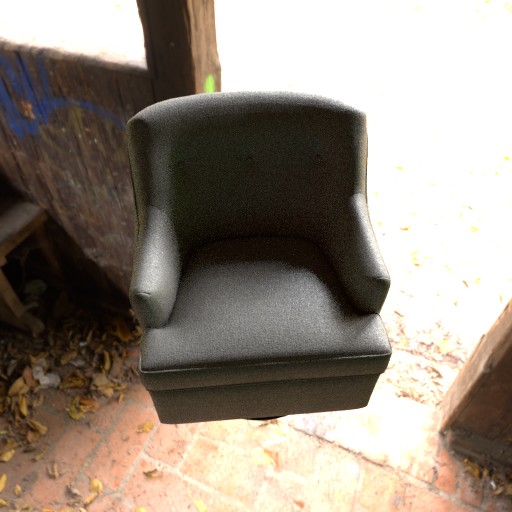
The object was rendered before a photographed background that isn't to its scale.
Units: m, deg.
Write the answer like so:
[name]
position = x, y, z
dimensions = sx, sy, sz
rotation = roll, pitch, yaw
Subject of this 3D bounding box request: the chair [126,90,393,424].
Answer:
[chair]
position = 0.000, 0.000, 1.616
dimensions = 0.864, 0.856, 0.923
rotation = -3, 46, -3
